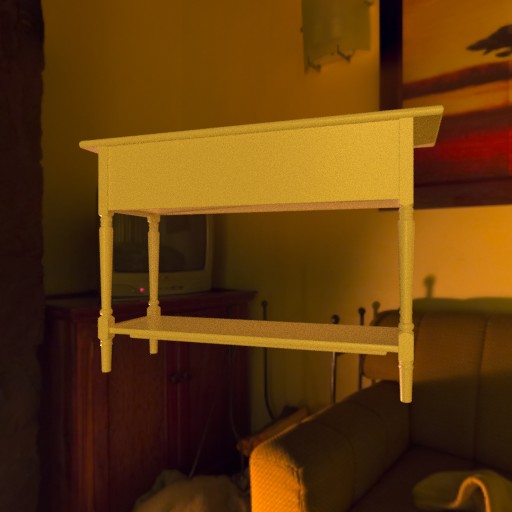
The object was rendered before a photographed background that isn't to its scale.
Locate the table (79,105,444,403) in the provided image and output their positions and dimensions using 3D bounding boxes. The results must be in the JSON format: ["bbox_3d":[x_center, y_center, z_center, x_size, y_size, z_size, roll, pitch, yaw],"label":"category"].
[{"bbox_3d":[0.000,0.000,1.559,1.191,0.814,0.386,0,0,19],"label":"table"}]
